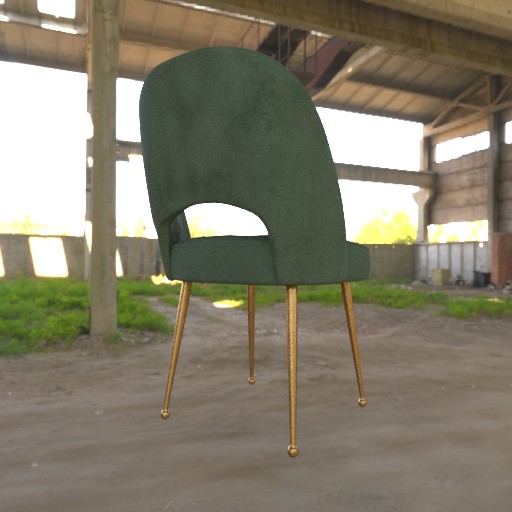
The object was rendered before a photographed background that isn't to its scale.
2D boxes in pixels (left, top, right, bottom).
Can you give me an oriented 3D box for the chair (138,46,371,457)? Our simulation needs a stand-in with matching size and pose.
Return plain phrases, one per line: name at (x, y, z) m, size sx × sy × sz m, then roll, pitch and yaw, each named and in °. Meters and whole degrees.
chair at (0.000, 0.000, 1.180) m, size 0.527 × 0.860 × 0.577 m, roll 0°, pitch 0°, yaw 35°
